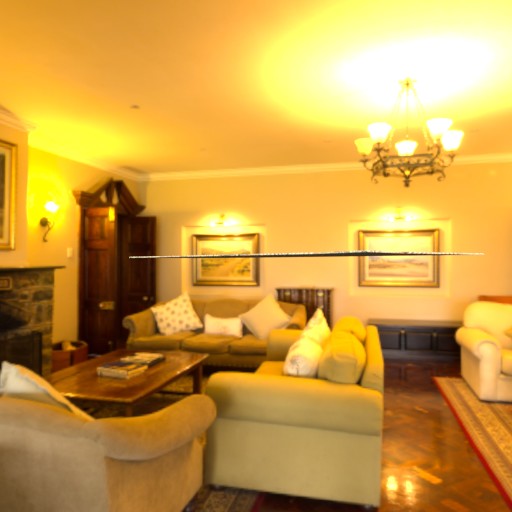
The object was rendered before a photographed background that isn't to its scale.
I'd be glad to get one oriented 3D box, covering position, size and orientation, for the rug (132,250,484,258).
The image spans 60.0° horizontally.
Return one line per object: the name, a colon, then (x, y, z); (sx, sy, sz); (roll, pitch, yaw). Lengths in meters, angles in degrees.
rug: (0.000, 0.000, 2.734); (0.771, 0.009, 2.443); (0, -1, -35)
